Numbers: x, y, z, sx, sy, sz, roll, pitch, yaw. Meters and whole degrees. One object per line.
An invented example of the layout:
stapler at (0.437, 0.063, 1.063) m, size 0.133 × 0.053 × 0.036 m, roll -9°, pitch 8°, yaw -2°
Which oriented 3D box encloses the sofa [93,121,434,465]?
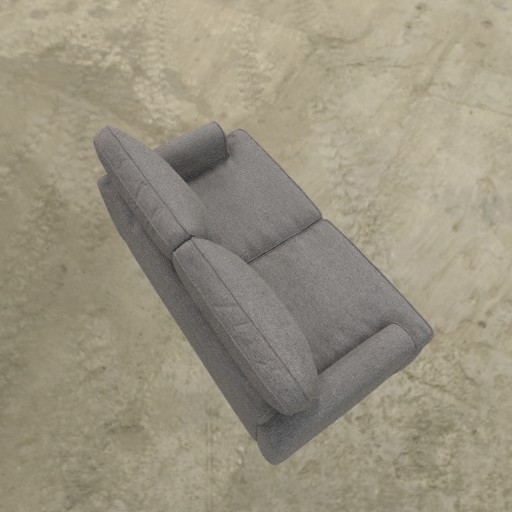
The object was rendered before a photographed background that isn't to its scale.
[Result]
sofa at (0.000, 0.000, 2.223) m, size 0.965 × 0.965 × 1.651 m, roll -31°, pitch 65°, yaw -17°
